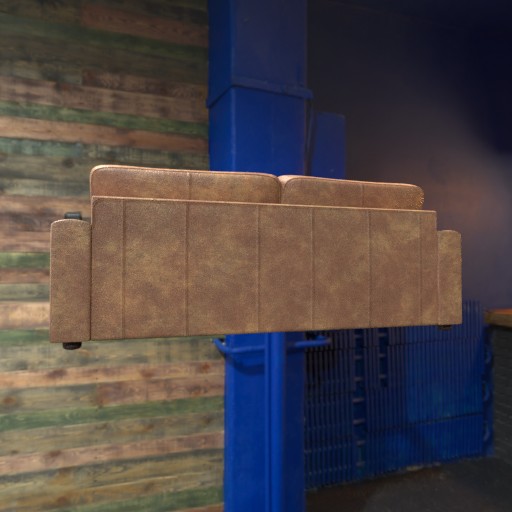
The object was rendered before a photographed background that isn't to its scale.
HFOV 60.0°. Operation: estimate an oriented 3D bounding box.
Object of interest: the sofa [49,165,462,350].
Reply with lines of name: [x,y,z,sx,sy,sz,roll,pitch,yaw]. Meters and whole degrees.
sofa: [0.000,0.000,2.714,2.179,0.873,1.016,0,-1,-17]
